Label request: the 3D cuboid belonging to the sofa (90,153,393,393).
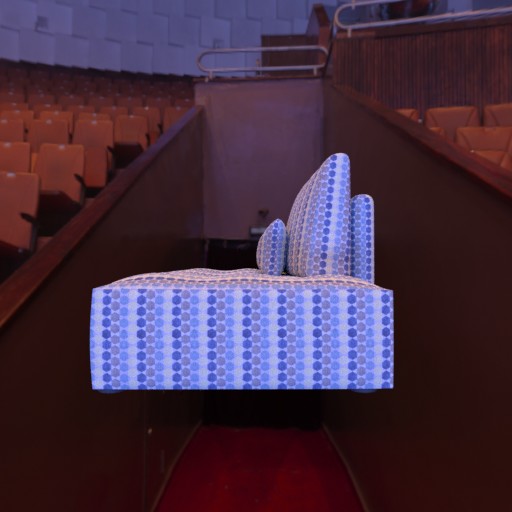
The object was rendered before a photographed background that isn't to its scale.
[{"bbox_3d":[0.000,0.000,2.006,1.000,0.820,1.450,0,-1,0],"label":"sofa"}]
